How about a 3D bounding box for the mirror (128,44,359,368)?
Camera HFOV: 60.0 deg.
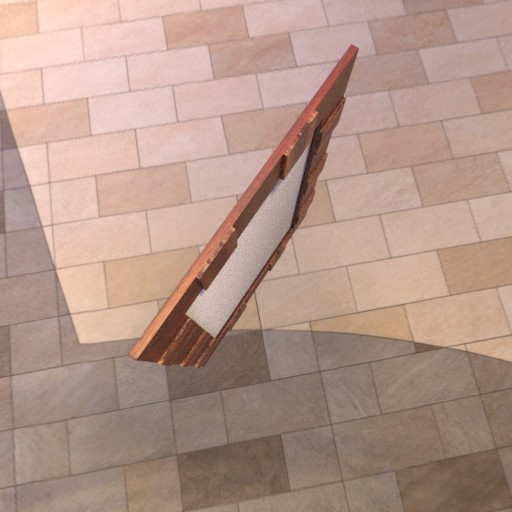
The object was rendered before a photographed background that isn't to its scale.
[{"bbox_3d":[0.000,0.000,1.055,0.021,0.805,0.600,33,78,8],"label":"mirror"}]
